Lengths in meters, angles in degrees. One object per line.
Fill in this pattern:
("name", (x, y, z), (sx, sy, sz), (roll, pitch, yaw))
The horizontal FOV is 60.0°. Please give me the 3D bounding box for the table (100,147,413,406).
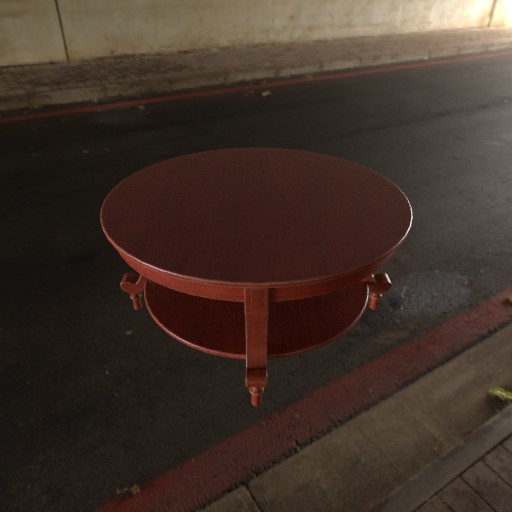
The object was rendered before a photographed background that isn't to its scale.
("table", (0.000, 0.000, 1.644), (1.029, 0.486, 1.029), (0, 32, 0))
